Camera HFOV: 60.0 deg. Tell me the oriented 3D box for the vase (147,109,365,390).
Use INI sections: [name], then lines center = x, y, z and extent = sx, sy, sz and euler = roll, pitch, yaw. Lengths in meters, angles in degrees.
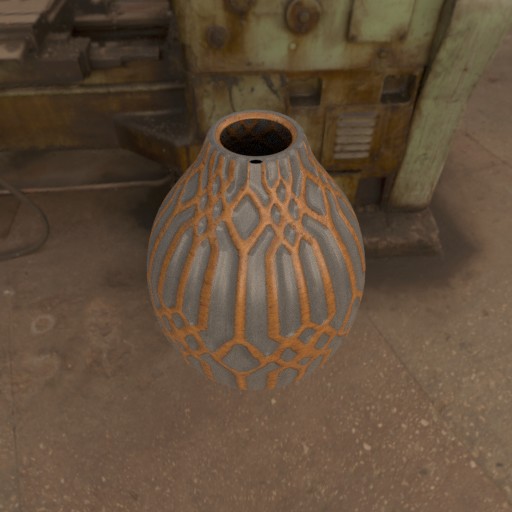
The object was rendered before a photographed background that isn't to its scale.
[vase]
center = 0.000, 0.000, 0.140
extent = 0.069, 0.088, 0.069
euler = 0, 47, 0
